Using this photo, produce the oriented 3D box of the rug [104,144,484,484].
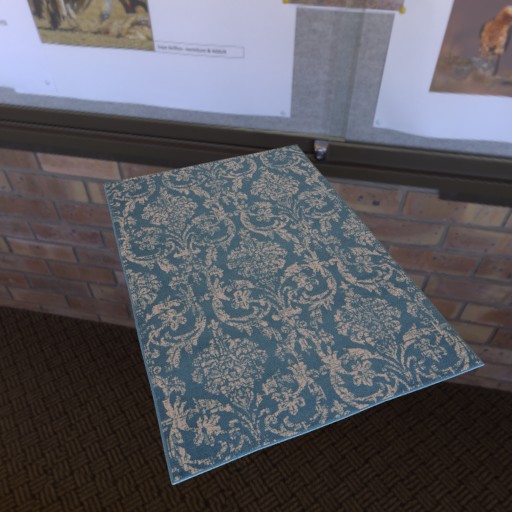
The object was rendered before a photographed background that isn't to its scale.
[{"bbox_3d":[0.000,0.000,2.702,1.554,0.012,2.205,-15,46,-15],"label":"rug"}]
